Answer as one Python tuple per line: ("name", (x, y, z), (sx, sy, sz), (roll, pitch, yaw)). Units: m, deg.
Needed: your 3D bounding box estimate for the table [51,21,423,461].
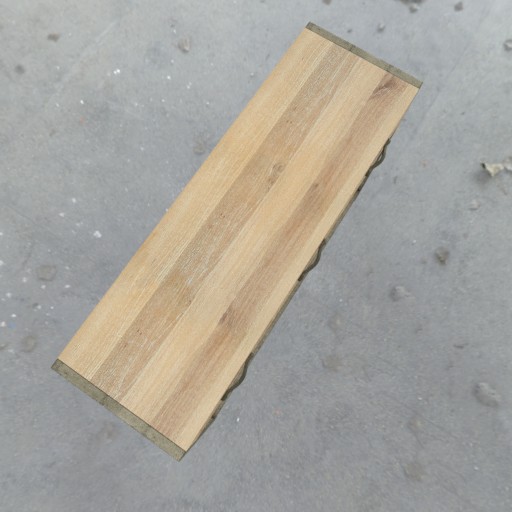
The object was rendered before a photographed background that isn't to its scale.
("table", (0.000, 0.000, 1.400), (0.361, 0.763, 1.059), (32, 78, 8))
